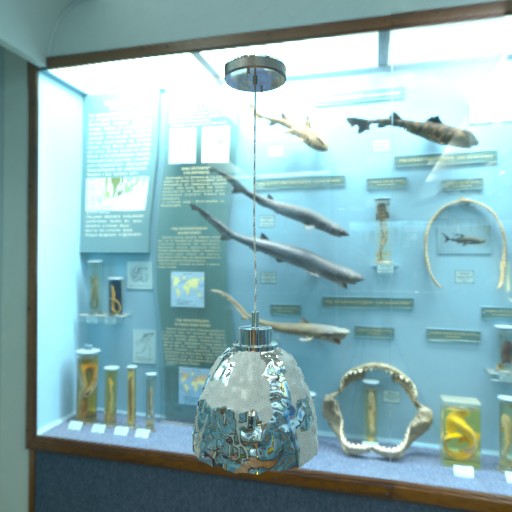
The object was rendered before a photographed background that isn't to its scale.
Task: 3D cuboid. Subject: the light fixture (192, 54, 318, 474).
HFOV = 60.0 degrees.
[{"bbox_3d":[0.000,0.000,1.776,0.500,1.511,0.496,0,-1,17],"label":"light fixture"}]
